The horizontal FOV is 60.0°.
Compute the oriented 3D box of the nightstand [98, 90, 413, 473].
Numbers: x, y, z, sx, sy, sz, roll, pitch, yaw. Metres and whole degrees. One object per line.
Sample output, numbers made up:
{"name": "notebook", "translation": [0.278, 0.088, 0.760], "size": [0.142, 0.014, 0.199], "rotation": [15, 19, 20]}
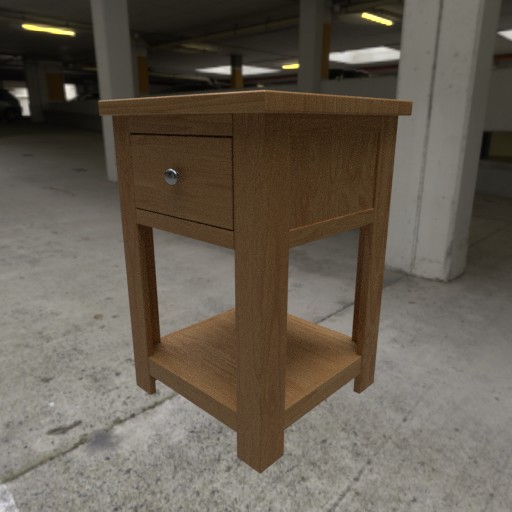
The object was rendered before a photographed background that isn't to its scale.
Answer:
{"name": "nightstand", "translation": [0.000, 0.000, 0.928], "size": [0.428, 0.614, 0.418], "rotation": [15, 23, 41]}
